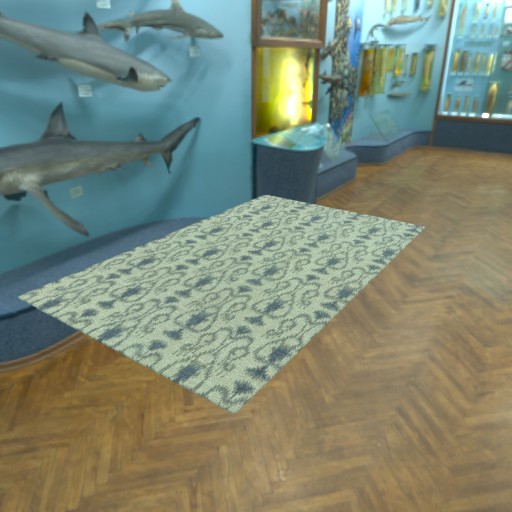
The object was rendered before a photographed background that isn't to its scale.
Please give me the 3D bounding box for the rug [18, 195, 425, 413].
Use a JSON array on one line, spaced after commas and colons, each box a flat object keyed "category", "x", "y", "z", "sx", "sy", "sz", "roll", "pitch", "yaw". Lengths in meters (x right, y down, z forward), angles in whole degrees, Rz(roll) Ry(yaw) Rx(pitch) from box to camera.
[{"category": "rug", "x": 0.000, "y": 0.000, "z": 2.006, "sx": 1.035, "sy": 0.006, "sz": 1.652, "roll": 16, "pitch": 29, "yaw": 32}]
